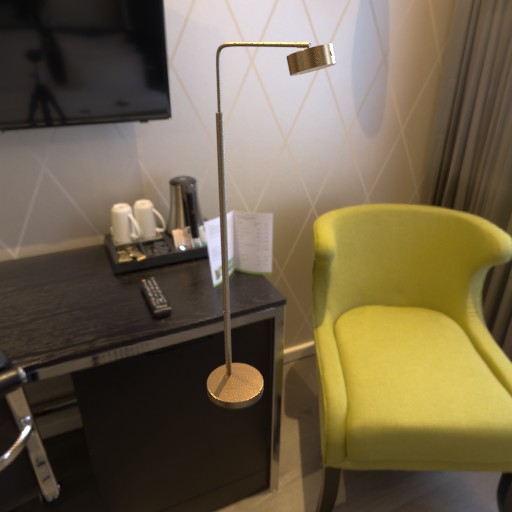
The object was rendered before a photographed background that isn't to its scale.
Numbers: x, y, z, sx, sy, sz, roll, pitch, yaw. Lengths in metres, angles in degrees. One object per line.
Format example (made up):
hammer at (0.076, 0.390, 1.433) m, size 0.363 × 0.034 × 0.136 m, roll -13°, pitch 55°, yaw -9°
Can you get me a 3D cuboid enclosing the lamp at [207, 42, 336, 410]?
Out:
lamp at (0.000, 0.000, 1.414) m, size 0.418 × 1.230 × 0.219 m, roll 18°, pitch 32°, yaw 31°
